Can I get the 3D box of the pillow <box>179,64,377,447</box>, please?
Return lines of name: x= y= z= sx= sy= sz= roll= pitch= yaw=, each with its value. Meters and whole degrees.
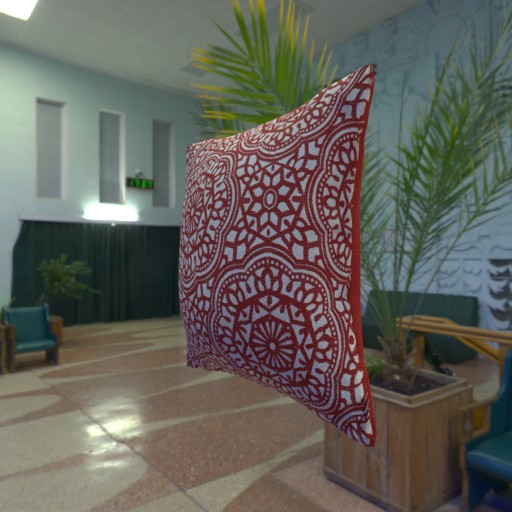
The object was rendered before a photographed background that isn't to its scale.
pillow: x=0.000 y=0.000 z=0.659 sx=0.162 sy=0.419 sz=0.438 roll=0 pitch=0 yaw=-36
